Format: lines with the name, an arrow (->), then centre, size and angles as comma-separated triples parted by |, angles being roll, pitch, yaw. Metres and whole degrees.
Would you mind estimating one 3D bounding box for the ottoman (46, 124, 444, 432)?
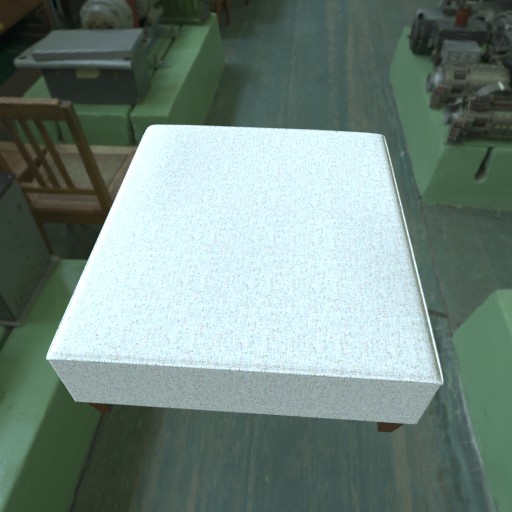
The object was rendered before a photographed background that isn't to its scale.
ottoman -> 0.000, 0.000, 1.192 | 0.736, 0.303, 0.835 | 3, 47, 3
